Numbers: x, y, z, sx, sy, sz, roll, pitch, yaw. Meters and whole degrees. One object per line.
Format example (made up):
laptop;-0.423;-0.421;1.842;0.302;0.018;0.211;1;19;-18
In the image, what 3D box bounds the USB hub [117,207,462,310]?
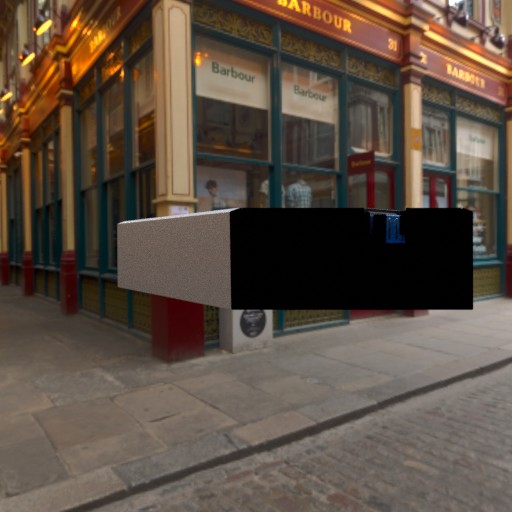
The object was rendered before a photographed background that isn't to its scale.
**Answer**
USB hub;0.000;0.000;0.129;0.044;0.023;0.110;-1;2;-38
